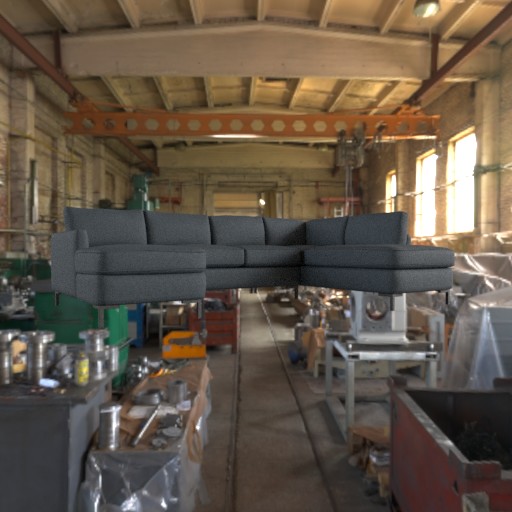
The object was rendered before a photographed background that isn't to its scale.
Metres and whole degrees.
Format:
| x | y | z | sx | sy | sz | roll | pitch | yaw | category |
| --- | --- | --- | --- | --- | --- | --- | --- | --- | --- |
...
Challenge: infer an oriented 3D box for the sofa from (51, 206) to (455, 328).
| x | y | z | sx | sy | sz | roll | pitch | yaw | category |
| --- | --- | --- | --- | --- | --- | --- | --- | --- | --- |
| 0.000 | 0.000 | 3.856 | 2.975 | 0.858 | 1.984 | 0 | 0 | -35 | sofa |
